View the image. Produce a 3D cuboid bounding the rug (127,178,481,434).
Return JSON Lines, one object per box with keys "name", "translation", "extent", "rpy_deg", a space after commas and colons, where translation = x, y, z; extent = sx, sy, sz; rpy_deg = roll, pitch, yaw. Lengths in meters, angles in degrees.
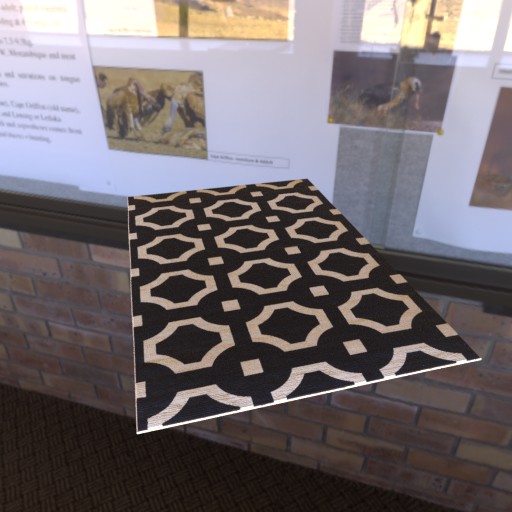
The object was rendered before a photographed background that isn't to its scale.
{"name": "rug", "translation": [0.000, 0.000, 2.817], "extent": [1.555, 0.016, 2.286], "rpy_deg": [-8, 32, -13]}
